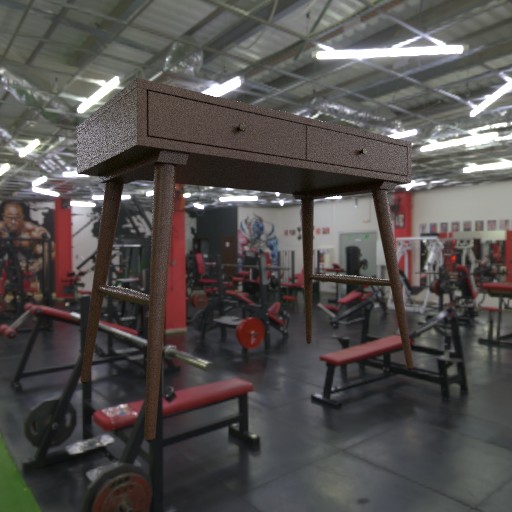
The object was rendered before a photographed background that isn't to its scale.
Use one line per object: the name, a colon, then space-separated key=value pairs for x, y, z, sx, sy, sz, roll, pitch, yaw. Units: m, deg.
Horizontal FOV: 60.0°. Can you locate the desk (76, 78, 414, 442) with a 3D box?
desk: x=0.000 y=0.000 z=1.390 sx=0.949 sy=0.758 sz=0.510 roll=-1 pitch=2 yaw=-36
